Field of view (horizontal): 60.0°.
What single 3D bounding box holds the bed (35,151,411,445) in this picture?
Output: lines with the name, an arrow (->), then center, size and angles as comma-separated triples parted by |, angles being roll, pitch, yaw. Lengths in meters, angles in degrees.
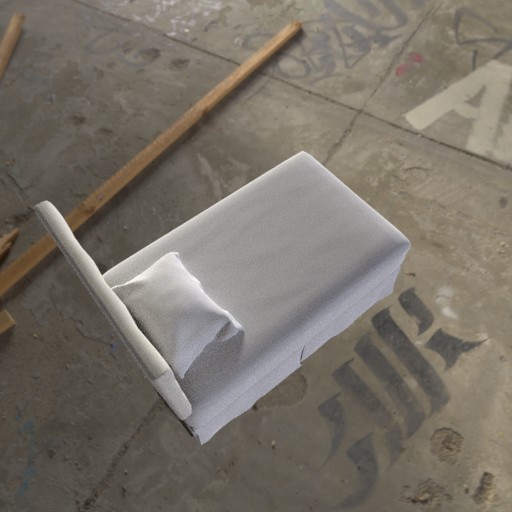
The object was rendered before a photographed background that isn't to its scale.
bed -> 0.000, 0.000, 2.979 | 1.997, 1.571, 1.261 | -35, 65, -19
